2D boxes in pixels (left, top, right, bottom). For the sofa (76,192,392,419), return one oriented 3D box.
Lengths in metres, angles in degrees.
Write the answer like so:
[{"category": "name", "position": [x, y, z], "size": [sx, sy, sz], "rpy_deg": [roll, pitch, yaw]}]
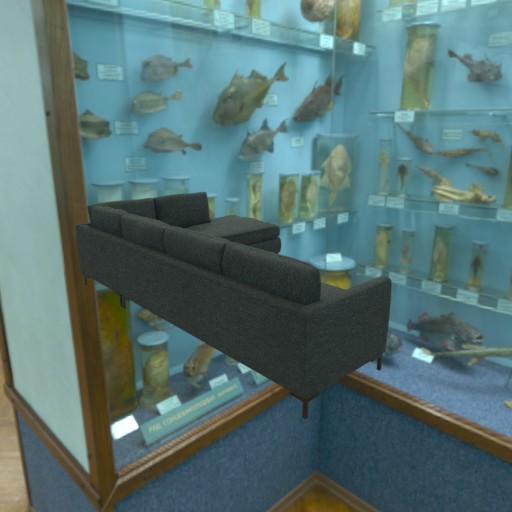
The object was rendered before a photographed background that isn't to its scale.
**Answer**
[{"category": "sofa", "position": [0.000, 0.000, 3.885], "size": [2.007, 0.815, 2.949], "rpy_deg": [-14, 21, -41]}]
